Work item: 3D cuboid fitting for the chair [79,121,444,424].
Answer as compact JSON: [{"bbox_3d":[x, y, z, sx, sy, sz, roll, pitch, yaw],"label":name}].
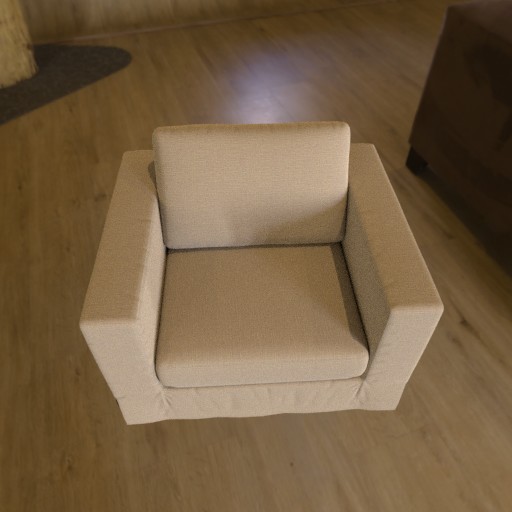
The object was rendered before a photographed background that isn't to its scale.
[{"bbox_3d":[0.000,0.000,1.794,1.150,0.878,0.957,-2,47,-2],"label":"chair"}]
